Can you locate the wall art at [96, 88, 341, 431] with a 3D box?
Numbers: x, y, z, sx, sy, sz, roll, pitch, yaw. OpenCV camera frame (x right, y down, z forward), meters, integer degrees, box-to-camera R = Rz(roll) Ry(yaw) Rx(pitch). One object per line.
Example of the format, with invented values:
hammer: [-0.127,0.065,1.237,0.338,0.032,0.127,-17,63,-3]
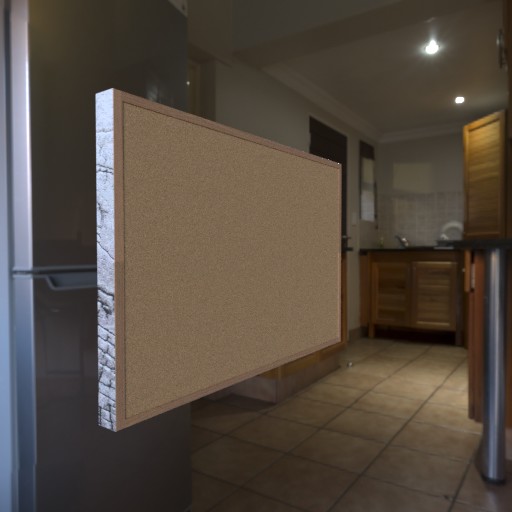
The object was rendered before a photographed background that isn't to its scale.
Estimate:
wall art: [0.000,0.000,0.781,0.035,0.407,0.613,1,2,36]
